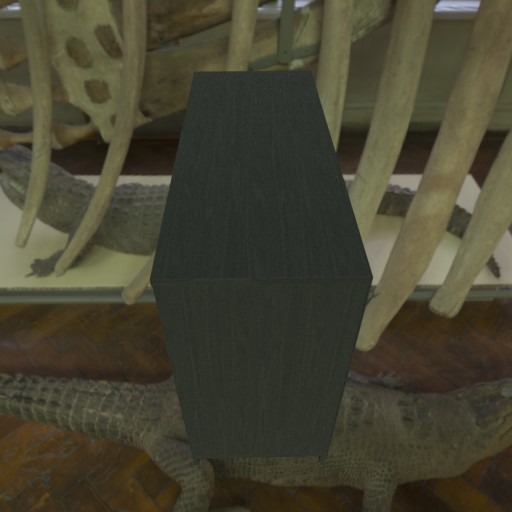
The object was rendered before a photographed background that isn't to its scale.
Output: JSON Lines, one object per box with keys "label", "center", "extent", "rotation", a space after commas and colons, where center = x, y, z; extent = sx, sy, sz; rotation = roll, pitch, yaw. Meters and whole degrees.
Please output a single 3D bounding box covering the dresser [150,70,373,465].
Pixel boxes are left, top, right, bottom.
{"label": "dresser", "center": [0.000, 0.000, 1.439], "extent": [0.404, 0.816, 0.994], "rotation": [-1, 43, -1]}
